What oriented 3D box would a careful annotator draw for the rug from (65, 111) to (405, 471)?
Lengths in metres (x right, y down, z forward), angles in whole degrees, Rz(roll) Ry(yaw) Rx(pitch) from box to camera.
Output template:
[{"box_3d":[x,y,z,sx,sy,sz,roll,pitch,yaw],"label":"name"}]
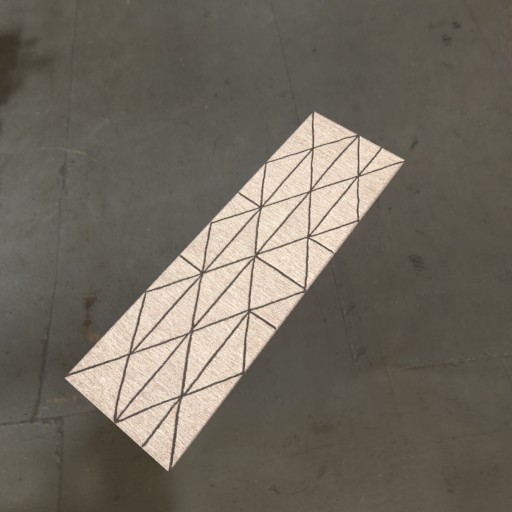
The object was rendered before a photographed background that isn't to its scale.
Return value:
[{"box_3d":[0.000,0.000,2.744,0.762,0.012,2.438,34,68,16],"label":"rug"}]
